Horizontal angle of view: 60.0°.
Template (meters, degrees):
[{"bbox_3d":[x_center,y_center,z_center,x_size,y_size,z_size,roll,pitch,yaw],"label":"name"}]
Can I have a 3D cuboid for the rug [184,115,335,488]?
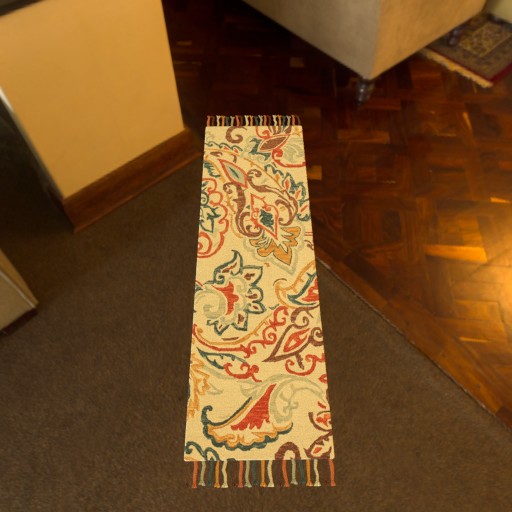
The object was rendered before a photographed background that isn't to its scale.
[{"bbox_3d":[0.000,0.000,2.893,0.763,0.015,2.682,-1,58,0],"label":"rug"}]
